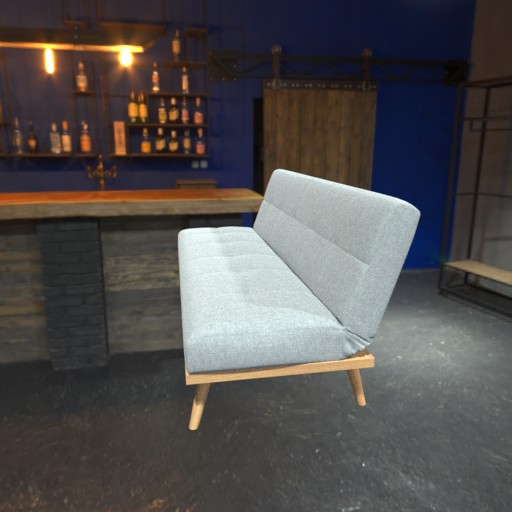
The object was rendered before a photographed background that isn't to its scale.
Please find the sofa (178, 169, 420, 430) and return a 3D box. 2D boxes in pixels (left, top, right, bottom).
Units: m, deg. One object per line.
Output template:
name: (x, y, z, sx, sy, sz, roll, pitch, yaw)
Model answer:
sofa: (0.000, 0.000, 2.334, 0.800, 0.800, 1.820, -3, 15, -10)
